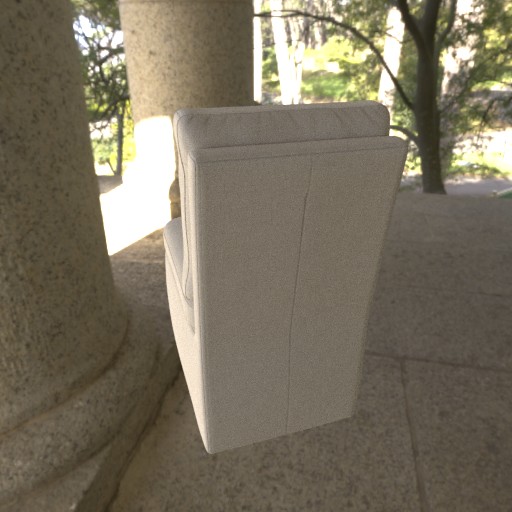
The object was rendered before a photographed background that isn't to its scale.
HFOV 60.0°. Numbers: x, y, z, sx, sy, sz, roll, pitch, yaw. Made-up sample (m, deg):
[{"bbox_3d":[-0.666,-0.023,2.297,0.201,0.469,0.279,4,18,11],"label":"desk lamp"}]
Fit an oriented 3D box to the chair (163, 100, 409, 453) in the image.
[{"bbox_3d":[0.000,0.000,1.346,0.503,0.927,0.698,-8,27,-16],"label":"chair"}]
